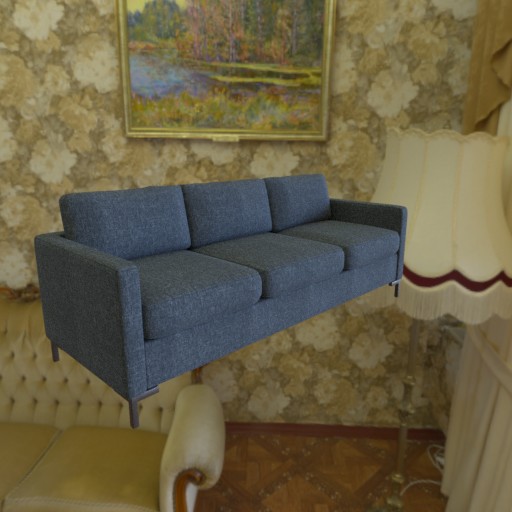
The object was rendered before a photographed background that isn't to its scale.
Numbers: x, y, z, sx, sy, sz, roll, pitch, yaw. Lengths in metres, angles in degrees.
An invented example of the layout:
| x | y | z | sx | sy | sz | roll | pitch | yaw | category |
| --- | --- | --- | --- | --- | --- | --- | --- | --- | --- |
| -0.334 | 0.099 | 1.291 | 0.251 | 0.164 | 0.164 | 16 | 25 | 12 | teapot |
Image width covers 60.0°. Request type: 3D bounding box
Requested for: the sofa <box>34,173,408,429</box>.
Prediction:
| x | y | z | sx | sy | sz | roll | pitch | yaw | category |
| --- | --- | --- | --- | --- | --- | --- | --- | --- | --- |
| 0.000 | 0.000 | 2.663 | 0.859 | 0.874 | 2.218 | 14 | 20 | 43 | sofa |
